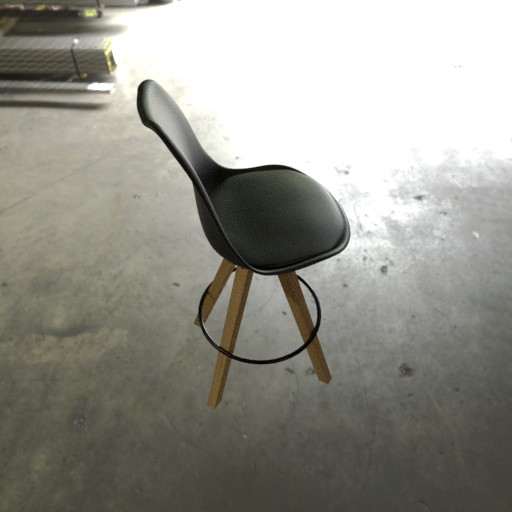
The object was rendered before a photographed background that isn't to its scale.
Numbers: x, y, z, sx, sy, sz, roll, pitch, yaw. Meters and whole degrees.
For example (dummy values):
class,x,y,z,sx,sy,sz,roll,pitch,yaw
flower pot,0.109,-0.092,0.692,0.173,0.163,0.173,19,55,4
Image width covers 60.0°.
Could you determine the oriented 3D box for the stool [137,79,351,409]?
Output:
class,x,y,z,sx,sy,sz,roll,pitch,yaw
stool,0.000,0.000,1.428,0.550,1.115,0.485,-10,47,-9
